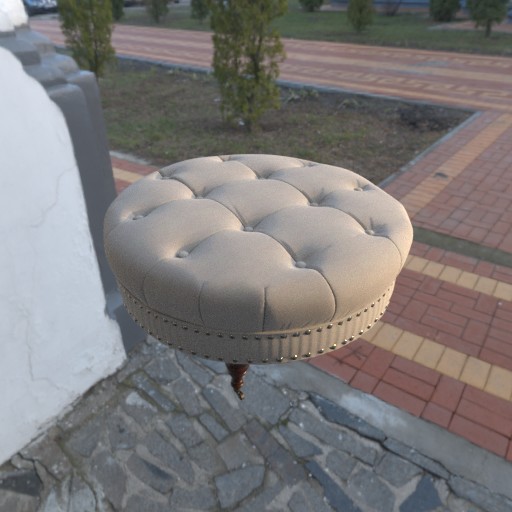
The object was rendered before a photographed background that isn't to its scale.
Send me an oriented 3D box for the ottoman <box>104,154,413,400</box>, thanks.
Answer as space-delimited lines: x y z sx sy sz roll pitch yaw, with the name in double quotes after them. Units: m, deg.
0.000 0.000 1.400 0.901 0.439 0.901 0 32 0 "ottoman"
